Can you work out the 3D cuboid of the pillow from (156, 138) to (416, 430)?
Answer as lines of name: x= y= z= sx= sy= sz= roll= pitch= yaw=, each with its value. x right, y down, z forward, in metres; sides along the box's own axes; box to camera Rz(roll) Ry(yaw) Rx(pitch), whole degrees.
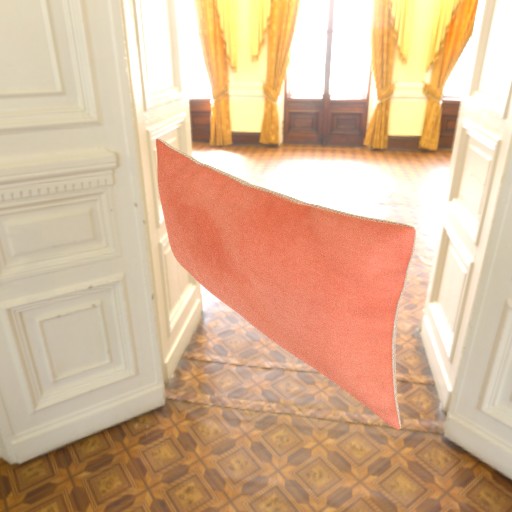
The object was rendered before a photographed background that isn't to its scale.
pillow: x=0.000 y=0.000 z=0.746 sx=0.155 sy=0.307 sz=0.608 roll=-18 pitch=30 yaw=-33
